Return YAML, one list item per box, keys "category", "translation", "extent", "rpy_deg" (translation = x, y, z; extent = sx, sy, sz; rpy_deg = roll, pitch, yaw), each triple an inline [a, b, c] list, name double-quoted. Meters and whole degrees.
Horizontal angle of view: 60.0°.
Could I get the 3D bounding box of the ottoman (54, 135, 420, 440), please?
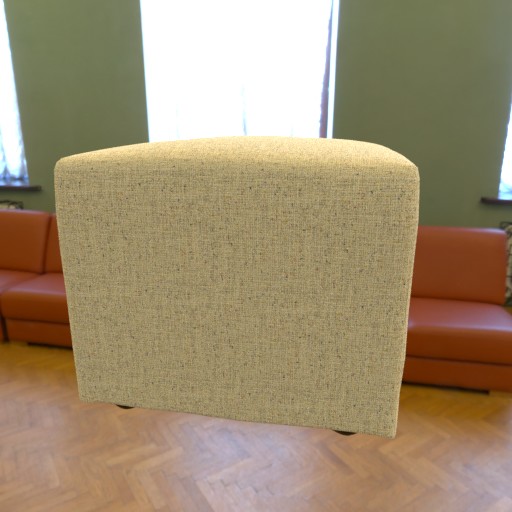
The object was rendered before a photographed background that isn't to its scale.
- category: "ottoman"
  translation: [0.000, 0.000, 0.867]
  extent: [0.512, 0.453, 0.521]
  rpy_deg: [3, 17, 10]
